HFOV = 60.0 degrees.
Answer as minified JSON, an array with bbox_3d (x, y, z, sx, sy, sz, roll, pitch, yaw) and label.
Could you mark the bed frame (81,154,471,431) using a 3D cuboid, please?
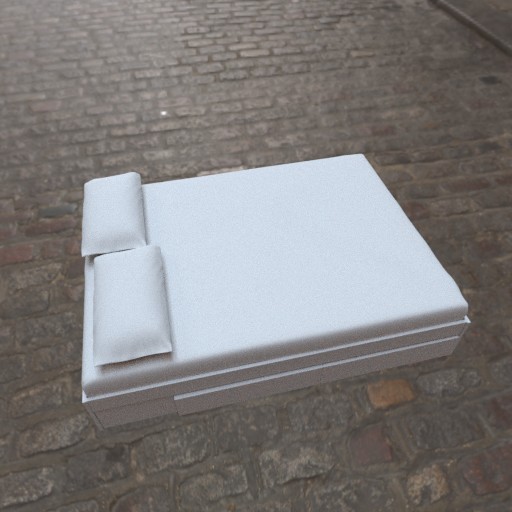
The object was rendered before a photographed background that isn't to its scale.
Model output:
[{"bbox_3d":[0.000,0.000,2.631,1.950,0.629,1.450,-10,48,-9],"label":"bed frame"}]
